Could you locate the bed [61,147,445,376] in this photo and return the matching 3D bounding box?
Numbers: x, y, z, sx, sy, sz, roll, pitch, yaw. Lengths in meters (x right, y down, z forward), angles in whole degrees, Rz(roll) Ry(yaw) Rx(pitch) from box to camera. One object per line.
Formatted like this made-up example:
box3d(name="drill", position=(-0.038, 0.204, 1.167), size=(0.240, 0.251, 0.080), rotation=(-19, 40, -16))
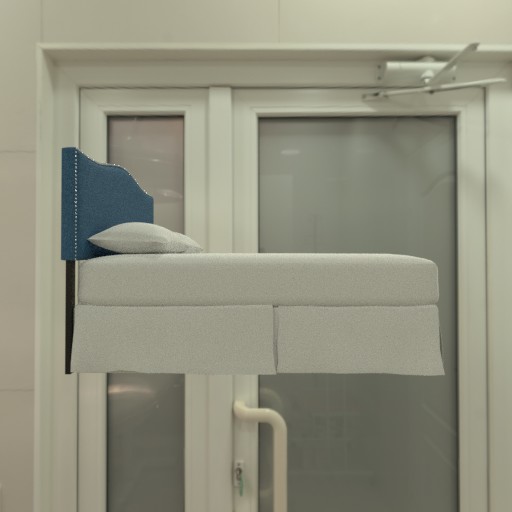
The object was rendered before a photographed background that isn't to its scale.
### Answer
box3d(name="bed", position=(0.000, 0.000, 2.913), size=(1.872, 1.169, 1.610), rotation=(0, -1, 0))
